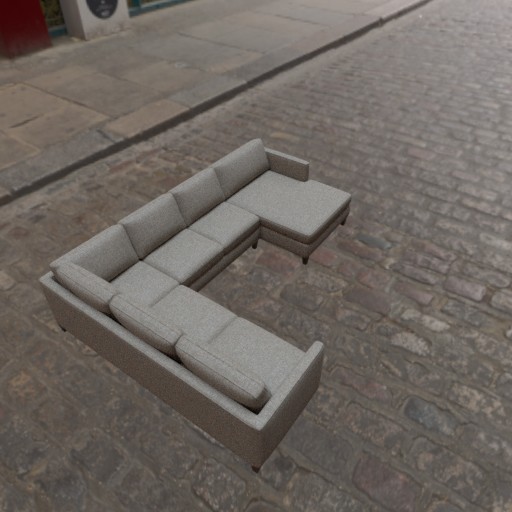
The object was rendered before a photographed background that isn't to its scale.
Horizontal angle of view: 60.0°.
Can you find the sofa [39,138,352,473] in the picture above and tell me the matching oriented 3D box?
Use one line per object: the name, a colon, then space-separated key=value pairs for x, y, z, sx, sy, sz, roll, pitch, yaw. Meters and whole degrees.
sofa: x=0.000 y=0.000 z=4.687 sx=2.551 sy=0.889 sz=3.403 roll=25 pitch=46 yaw=26
